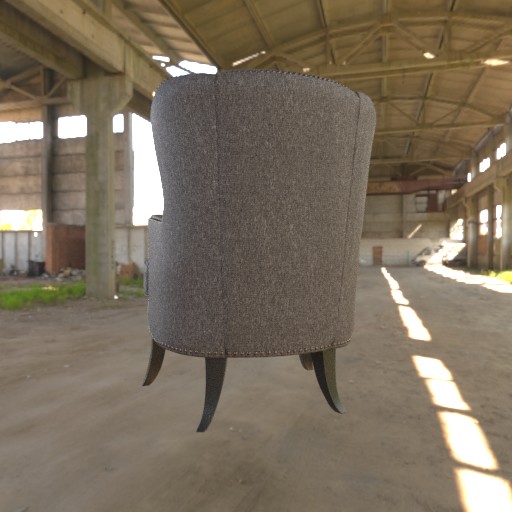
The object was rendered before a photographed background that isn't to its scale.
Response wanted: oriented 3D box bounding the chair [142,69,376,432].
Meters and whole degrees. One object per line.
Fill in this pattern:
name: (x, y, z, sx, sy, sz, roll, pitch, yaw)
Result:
chair: (0.000, 0.000, 1.599, 0.759, 1.060, 0.758, 0, 1, -18)
